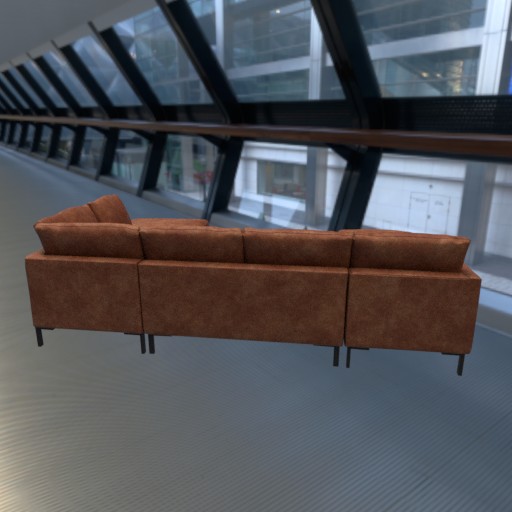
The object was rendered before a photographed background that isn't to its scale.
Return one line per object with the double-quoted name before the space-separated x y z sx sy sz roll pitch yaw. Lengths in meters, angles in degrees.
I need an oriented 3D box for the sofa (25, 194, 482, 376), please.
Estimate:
"sofa" 0.000 0.000 3.741 2.956 0.900 1.939 2 17 7
